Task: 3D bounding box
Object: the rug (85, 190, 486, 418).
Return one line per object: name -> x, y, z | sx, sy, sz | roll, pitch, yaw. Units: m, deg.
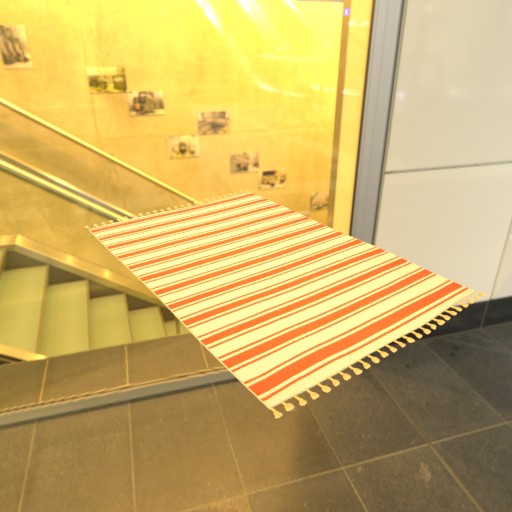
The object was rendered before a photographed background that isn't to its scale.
rug -> 0.000, 0.000, 3.004 | 1.556, 0.022, 2.433 | -18, 32, -32
